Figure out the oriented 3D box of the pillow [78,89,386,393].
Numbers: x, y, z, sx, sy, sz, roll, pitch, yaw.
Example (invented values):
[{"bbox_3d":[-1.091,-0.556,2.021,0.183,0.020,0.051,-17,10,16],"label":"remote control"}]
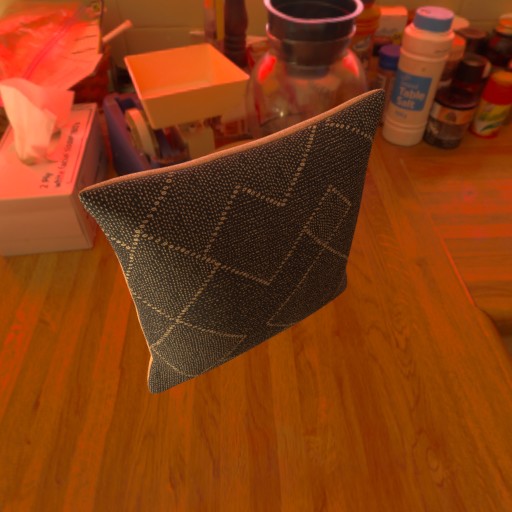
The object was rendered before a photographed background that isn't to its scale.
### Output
[{"bbox_3d":[0.000,0.000,0.686,0.435,0.428,0.148,-25,52,-22],"label":"pillow"}]
